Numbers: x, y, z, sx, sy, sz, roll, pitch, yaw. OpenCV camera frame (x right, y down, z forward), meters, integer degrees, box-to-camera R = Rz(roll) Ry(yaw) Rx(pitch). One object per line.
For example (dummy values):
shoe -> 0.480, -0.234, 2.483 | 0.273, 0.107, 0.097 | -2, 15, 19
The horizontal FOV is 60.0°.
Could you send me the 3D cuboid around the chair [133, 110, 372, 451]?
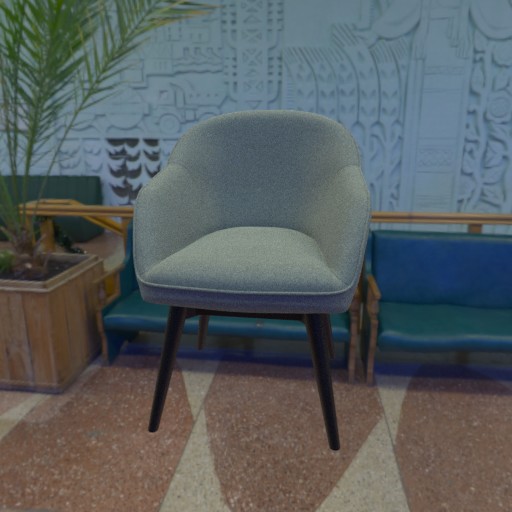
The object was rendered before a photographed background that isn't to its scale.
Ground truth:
chair -> 0.000, 0.000, 1.242 | 0.589, 0.810, 0.611 | 2, 15, 8
